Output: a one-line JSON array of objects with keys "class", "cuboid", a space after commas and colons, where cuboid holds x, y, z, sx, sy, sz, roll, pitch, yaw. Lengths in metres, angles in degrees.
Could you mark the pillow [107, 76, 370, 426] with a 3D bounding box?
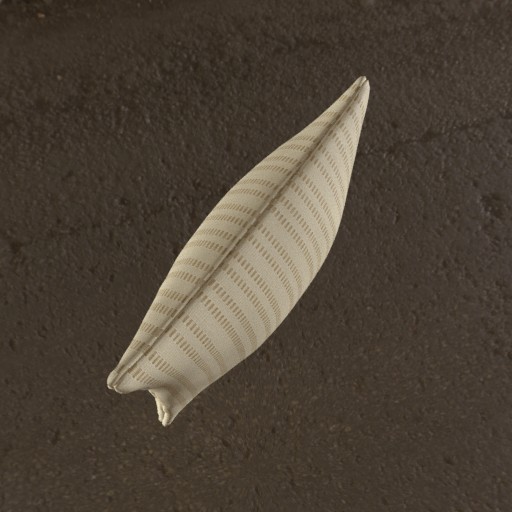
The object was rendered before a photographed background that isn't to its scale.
[{"class": "pillow", "cuboid": [0.000, 0.000, 0.796, 0.210, 0.353, 0.640, 32, 68, 15]}]
